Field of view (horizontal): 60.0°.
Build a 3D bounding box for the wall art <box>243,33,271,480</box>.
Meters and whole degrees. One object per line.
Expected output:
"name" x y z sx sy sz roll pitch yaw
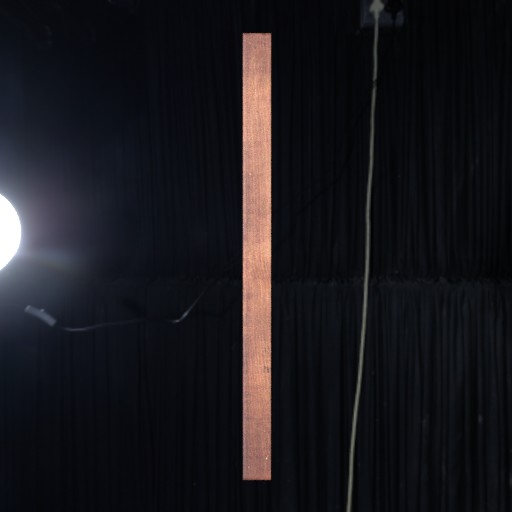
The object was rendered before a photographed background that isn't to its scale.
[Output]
"wall art" 0.000 0.000 0.845 0.037 0.572 0.554 0 0 0
